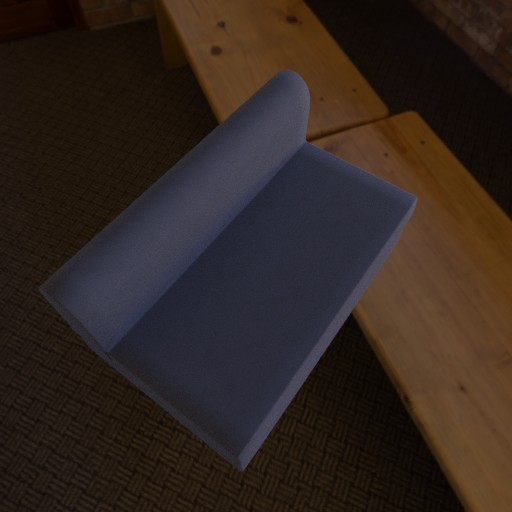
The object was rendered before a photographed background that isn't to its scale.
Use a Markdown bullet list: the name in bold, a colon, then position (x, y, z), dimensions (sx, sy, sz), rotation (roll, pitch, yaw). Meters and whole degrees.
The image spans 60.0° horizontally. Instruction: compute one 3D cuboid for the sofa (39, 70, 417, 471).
- **sofa**: position (0.000, 0.000, 1.665), dimensions (0.762, 0.660, 1.219), rotation (32, 64, 18)
